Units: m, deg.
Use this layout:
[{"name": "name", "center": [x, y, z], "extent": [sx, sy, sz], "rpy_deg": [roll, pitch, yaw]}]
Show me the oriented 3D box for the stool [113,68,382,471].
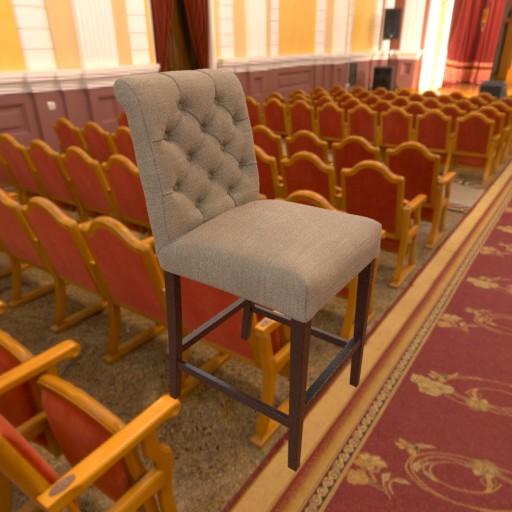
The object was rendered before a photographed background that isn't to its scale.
[{"name": "stool", "center": [0.000, 0.000, 1.428], "extent": [0.660, 1.084, 0.486], "rpy_deg": [17, 31, 31]}]
